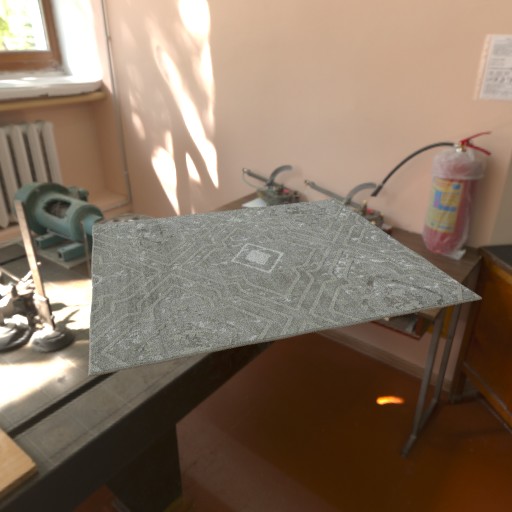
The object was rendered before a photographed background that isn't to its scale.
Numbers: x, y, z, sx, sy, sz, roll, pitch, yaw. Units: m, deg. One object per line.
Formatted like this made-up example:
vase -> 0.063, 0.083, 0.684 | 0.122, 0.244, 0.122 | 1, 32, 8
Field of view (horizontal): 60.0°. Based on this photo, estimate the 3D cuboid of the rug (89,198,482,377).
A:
rug -> 0.000, 0.000, 0.903 | 0.639, 0.006, 0.548 | -8, 27, -16
